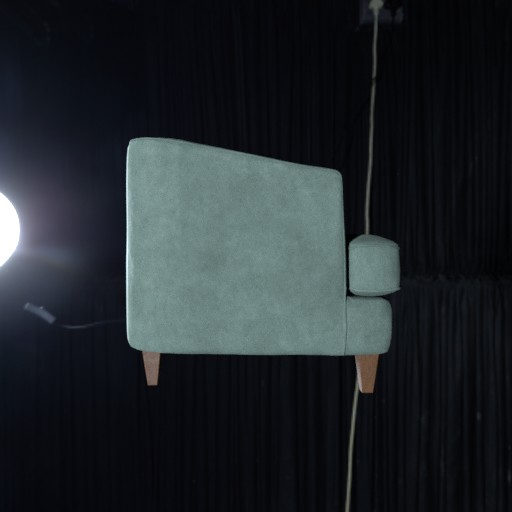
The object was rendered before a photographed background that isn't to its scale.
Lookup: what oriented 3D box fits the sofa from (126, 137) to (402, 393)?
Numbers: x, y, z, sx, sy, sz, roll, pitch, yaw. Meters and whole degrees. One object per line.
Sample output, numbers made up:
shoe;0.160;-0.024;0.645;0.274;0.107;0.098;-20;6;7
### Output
sofa;0.000;0.000;2.215;0.941;0.855;1.733;0;1;0
